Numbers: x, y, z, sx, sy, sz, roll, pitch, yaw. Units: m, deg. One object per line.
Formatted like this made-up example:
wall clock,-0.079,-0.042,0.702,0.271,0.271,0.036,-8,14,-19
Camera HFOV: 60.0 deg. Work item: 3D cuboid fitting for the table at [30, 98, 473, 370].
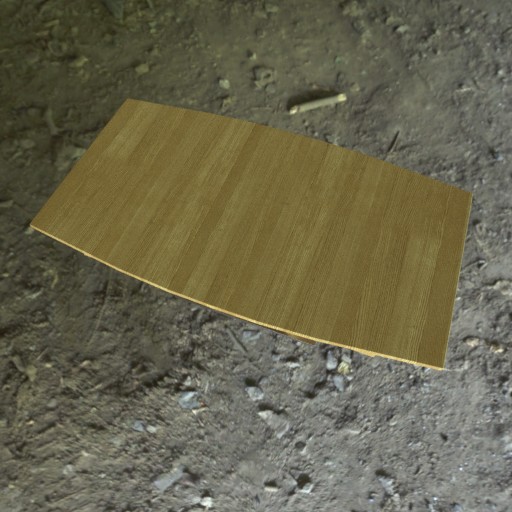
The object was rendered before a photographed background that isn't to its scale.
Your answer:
table,0.000,0.000,2.088,1.598,0.748,0.900,18,61,10
